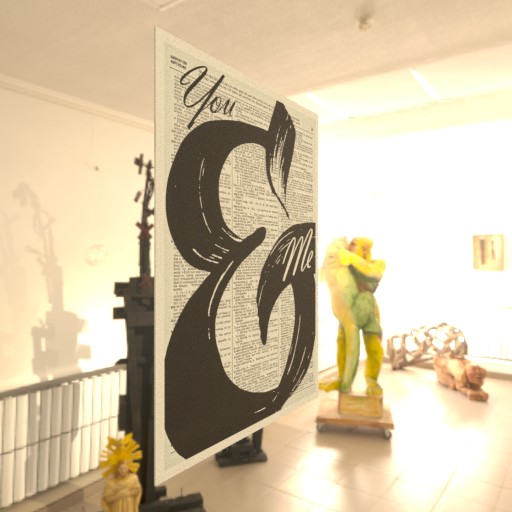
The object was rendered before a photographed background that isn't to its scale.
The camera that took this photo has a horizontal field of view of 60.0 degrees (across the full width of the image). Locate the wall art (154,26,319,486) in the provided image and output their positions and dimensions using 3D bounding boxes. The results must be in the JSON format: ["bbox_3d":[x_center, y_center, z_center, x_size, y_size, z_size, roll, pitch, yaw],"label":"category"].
[{"bbox_3d":[0.000,0.000,0.773,0.003,0.609,0.457,0,0,36],"label":"wall art"}]
